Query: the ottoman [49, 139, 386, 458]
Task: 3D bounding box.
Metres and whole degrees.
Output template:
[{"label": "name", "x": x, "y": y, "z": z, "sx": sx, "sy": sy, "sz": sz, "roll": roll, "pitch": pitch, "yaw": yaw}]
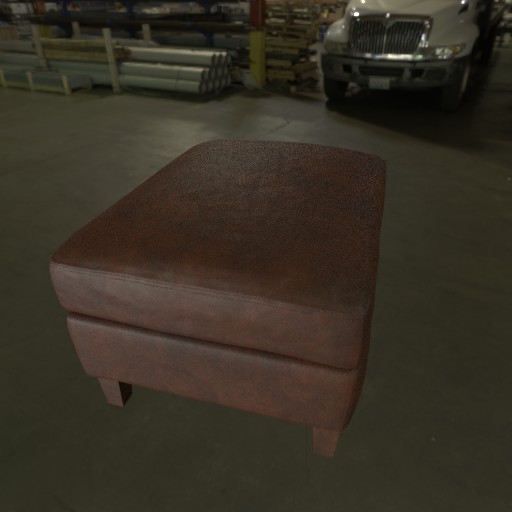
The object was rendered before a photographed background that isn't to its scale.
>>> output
[{"label": "ottoman", "x": 0.000, "y": 0.000, "z": 1.243, "sx": 0.659, "sy": 0.527, "sz": 0.887, "roll": 8, "pitch": 32, "yaw": 14}]
